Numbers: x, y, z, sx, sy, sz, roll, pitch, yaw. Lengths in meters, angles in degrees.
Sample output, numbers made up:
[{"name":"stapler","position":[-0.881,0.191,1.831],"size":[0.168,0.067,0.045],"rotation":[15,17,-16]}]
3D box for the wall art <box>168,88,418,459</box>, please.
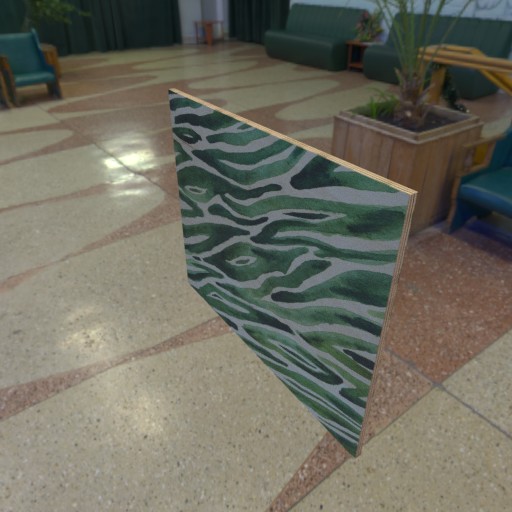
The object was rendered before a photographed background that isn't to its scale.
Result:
[{"name":"wall art","position":[0.000,0.000,0.691],"size":[0.012,0.408,0.508],"rotation":[-21,38,-28]}]
